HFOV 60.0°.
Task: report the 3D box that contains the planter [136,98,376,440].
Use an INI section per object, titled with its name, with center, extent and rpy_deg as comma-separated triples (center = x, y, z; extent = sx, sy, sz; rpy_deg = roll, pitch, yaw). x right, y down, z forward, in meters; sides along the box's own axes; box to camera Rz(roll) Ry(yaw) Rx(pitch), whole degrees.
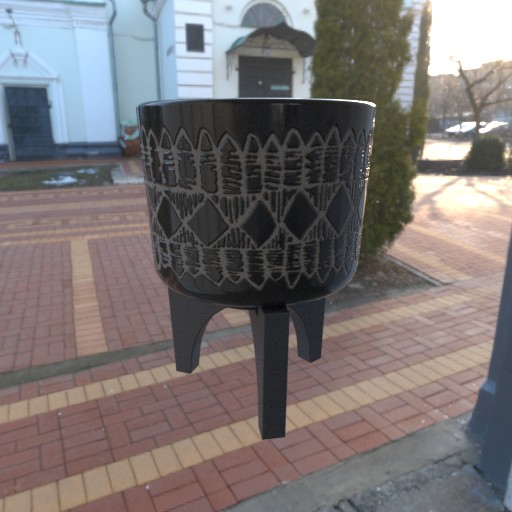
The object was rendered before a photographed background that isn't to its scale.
[planter]
center = 0.000, 0.000, 0.409
extent = 0.196, 0.264, 0.196
rpy_deg = -3, 17, -9
